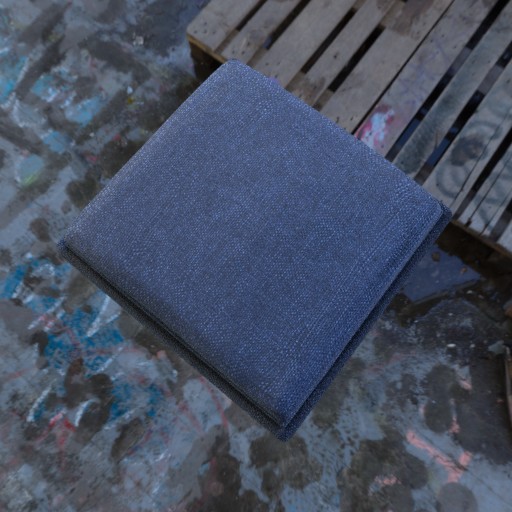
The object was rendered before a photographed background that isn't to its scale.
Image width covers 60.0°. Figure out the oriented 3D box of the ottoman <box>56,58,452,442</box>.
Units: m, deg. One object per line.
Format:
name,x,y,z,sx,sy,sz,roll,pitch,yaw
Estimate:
ottoman,0.000,0.000,0.847,0.454,0.493,0.436,38,79,8
